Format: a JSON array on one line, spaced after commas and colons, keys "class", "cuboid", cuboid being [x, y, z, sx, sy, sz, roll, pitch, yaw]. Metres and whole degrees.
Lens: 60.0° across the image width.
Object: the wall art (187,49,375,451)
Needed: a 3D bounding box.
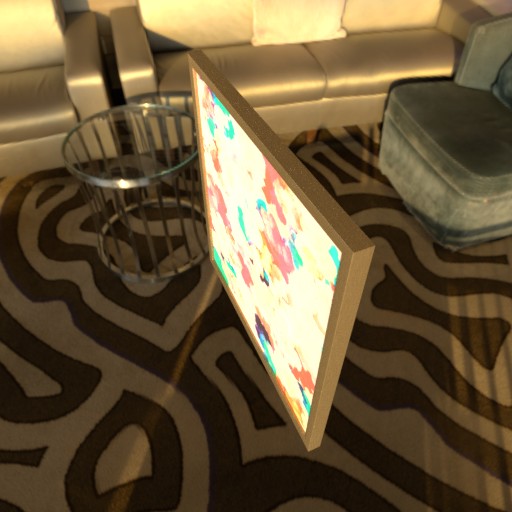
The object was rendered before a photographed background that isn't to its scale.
[{"class": "wall art", "cuboid": [0.000, 0.000, 1.153, 0.036, 0.765, 0.767, -18, 49, -16]}]
